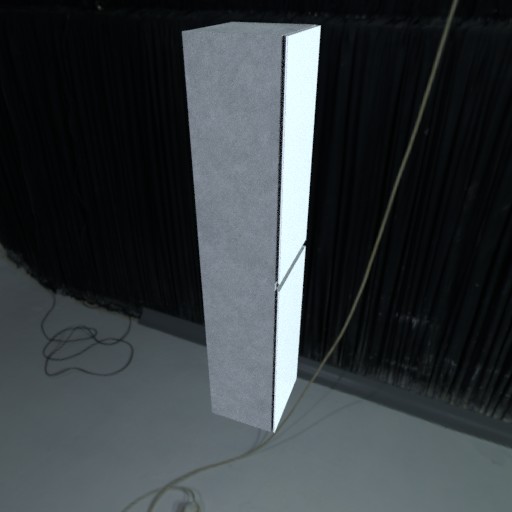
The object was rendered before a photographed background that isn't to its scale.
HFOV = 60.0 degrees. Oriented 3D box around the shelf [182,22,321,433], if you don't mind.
[{"bbox_3d":[0.000,0.000,1.525,0.270,1.400,0.300,12,34,18],"label":"shelf"}]
